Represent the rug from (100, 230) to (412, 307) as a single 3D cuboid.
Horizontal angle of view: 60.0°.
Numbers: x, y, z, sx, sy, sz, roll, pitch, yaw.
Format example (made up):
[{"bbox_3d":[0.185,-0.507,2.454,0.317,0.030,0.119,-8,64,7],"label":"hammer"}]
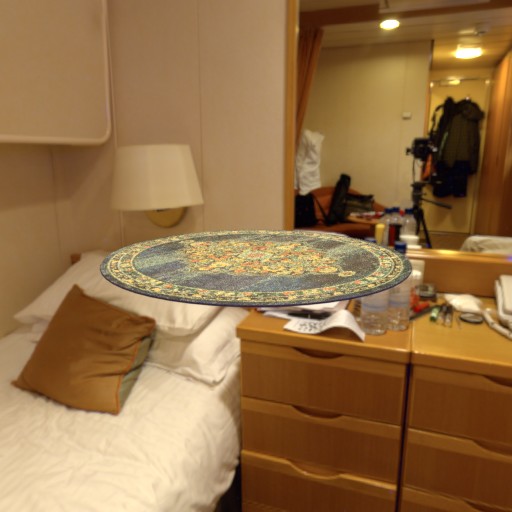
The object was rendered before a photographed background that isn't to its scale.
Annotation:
[{"bbox_3d":[0.000,0.000,3.577,2.386,0.014,2.386,0,13,0],"label":"rug"}]
